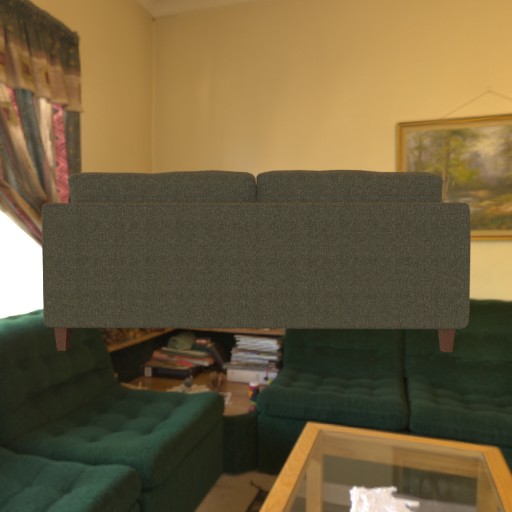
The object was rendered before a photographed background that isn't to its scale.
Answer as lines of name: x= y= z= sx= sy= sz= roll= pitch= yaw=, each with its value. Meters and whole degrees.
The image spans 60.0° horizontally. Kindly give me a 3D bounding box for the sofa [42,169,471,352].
sofa: x=0.000 y=0.000 z=2.710 sx=2.208 sy=0.965 sz=0.948 roll=0 pitch=2 yaw=1
